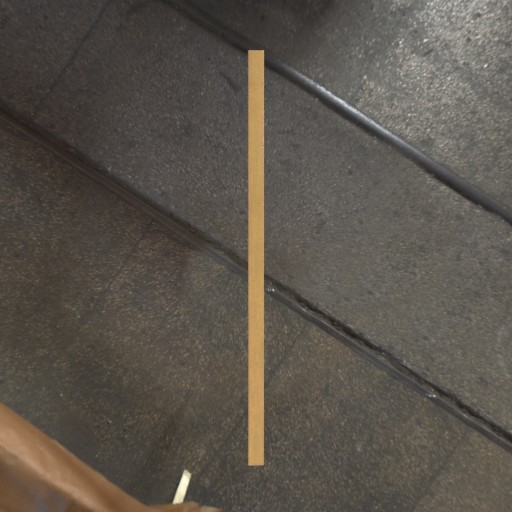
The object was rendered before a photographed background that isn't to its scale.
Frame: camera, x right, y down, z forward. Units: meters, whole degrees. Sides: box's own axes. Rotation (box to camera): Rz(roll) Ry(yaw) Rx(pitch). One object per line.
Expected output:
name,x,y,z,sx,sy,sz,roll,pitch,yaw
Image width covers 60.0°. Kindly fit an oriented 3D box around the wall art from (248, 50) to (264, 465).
wall art,0.000,0.000,1.354,0.030,1.002,0.798,0,91,0
